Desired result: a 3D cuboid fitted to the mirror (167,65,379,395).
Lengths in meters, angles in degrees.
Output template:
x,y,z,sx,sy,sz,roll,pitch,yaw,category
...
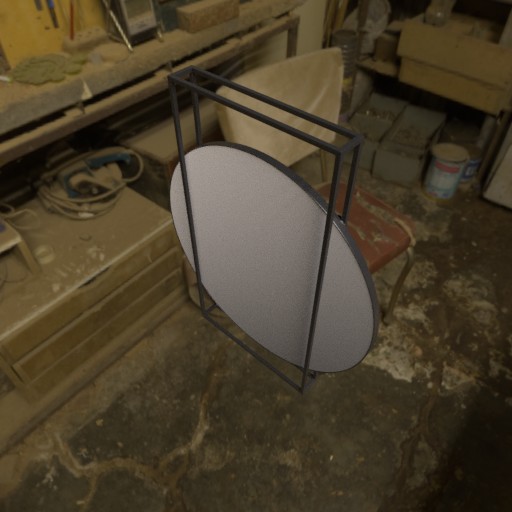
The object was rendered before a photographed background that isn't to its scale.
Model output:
x,y,z,sx,sy,sz,roll,pitch,yaw,category
0.000,0.000,0.823,0.508,0.603,0.051,33,54,28,mirror
